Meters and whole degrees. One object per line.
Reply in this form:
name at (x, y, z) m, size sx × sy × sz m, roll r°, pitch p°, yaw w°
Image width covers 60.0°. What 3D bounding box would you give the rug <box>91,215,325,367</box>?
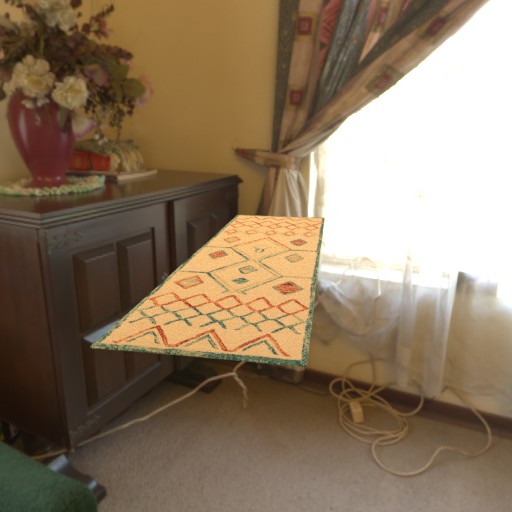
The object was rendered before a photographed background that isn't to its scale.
rug at (0.000, 0.000, 2.629) m, size 0.750 × 0.011 × 2.435 m, roll 3°, pitch 16°, yaw 9°
